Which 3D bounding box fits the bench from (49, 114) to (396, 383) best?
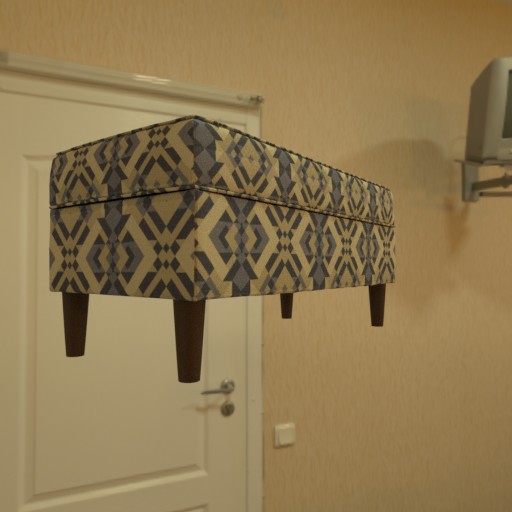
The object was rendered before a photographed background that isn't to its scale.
[{"bbox_3d":[0.000,0.000,1.296,0.492,0.477,1.016,-1,-2,37],"label":"bench"}]
